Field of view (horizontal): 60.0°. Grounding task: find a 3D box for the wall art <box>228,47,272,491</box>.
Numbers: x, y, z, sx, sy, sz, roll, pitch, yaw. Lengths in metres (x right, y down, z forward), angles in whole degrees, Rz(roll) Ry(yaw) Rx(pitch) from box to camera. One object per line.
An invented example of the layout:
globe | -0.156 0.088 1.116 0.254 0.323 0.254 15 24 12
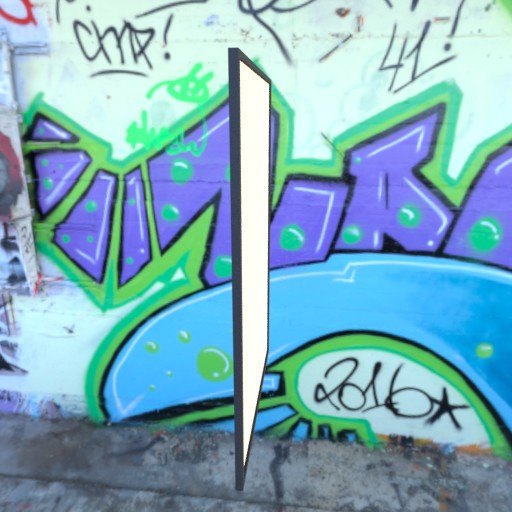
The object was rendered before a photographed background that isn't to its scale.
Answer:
wall art | 0.000 0.000 0.844 0.013 0.660 0.460 2 17 7
